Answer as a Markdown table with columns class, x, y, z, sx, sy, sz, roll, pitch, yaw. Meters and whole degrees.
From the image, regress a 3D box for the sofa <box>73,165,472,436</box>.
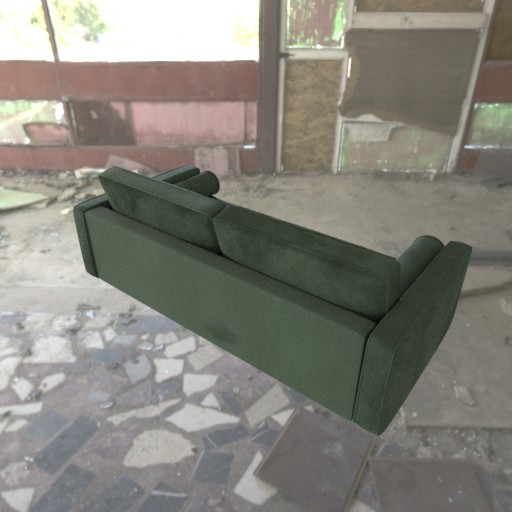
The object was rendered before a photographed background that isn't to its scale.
| class | x | y | z | sx | sy | sz | roll | pitch | yaw |
| --- | --- | --- | --- | --- | --- | --- | --- | --- | --- |
| sofa | 0.000 | 0.000 | 2.318 | 1.880 | 0.772 | 0.916 | 22 | 37 | 32 |
